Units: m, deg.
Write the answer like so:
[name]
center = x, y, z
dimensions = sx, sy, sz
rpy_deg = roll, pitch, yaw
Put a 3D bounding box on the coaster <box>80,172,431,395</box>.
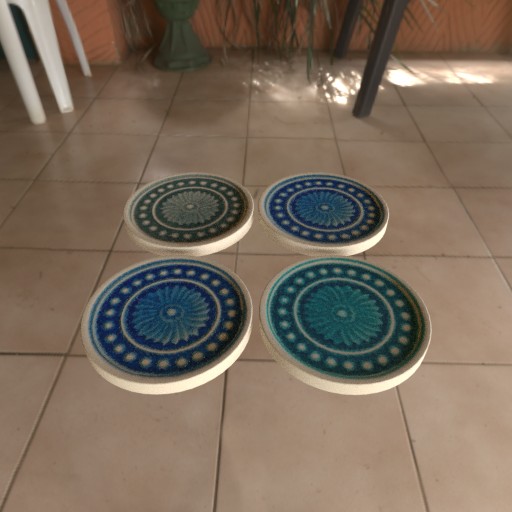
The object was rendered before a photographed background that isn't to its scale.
[coaster]
center = 0.000, 0.000, 0.330
dimensions = 0.220, 0.010, 0.224
rpy_deg = 0, 42, 0
